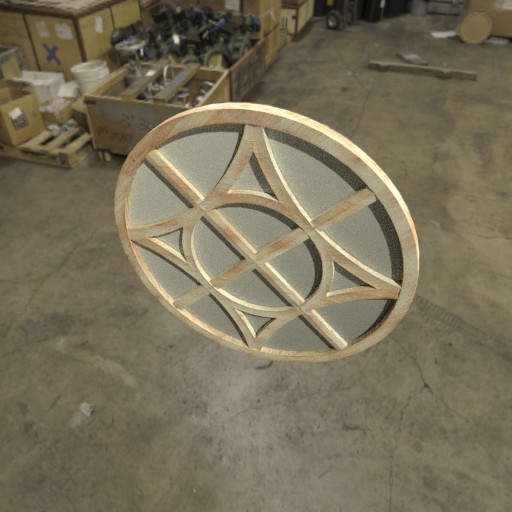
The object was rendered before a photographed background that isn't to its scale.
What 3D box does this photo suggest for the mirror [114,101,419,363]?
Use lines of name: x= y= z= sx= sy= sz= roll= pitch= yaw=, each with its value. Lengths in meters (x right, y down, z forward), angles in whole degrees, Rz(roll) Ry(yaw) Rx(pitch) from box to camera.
mirror: x=0.000 y=0.000 z=1.029 sx=0.710 sy=0.710 sz=0.038 roll=12 pitch=42 yaw=14
